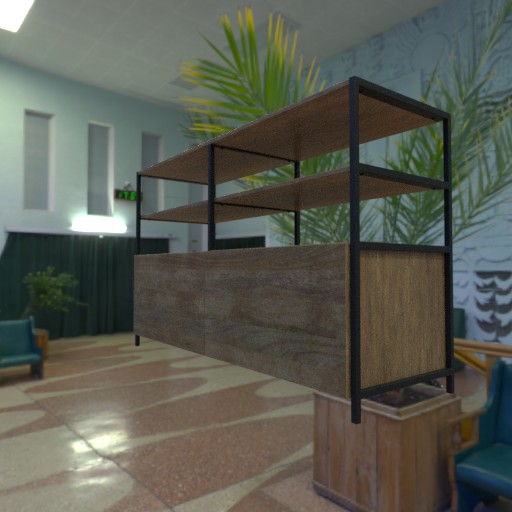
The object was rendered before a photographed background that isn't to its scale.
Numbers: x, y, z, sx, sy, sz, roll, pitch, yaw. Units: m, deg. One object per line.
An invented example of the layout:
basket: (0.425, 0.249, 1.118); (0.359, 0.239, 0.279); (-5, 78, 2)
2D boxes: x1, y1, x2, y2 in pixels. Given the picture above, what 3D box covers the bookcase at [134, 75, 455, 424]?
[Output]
bookcase: (0.000, 0.000, 1.469); (0.391, 0.712, 1.149); (1, -2, -37)
